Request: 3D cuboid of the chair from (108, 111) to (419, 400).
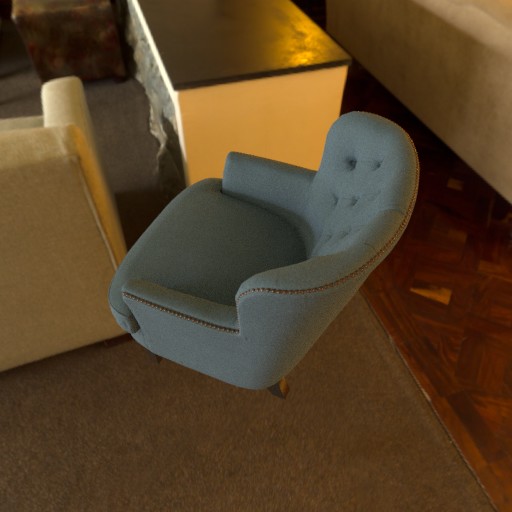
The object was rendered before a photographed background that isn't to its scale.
[{"bbox_3d":[0.000,0.000,1.574,0.906,0.868,0.848,17,50,15],"label":"chair"}]
